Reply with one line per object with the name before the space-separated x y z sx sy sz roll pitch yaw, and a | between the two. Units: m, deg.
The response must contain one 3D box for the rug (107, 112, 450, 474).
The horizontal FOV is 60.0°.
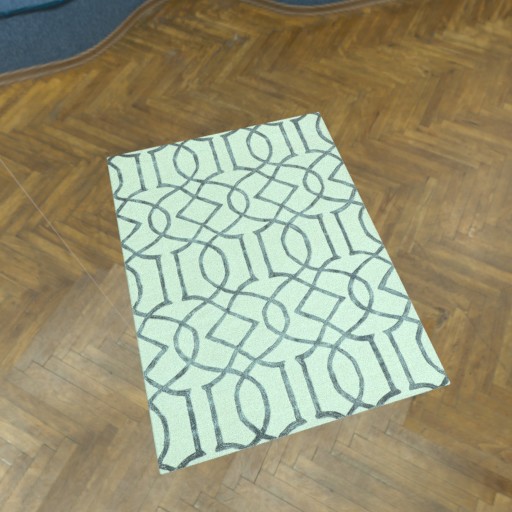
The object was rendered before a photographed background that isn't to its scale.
rug | 0.000 0.000 3.841 2.211 0.021 2.910 -14 63 -7
